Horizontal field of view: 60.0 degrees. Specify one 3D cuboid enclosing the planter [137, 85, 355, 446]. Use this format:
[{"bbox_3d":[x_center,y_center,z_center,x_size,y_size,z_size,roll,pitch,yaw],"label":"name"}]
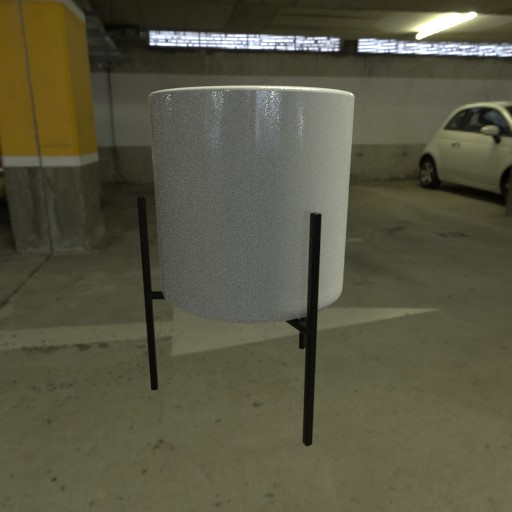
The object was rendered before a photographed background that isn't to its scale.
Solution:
[{"bbox_3d":[0.000,0.000,0.518,0.239,0.356,0.239,-8,18,-26],"label":"planter"}]
